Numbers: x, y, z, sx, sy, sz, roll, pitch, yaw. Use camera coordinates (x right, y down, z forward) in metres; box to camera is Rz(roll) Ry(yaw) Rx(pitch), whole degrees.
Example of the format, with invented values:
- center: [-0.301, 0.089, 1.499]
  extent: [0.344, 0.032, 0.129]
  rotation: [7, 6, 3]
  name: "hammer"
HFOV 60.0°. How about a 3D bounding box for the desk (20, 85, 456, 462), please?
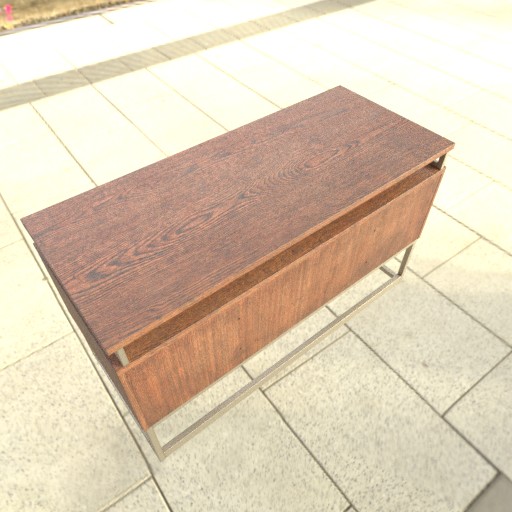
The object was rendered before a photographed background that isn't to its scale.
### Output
- center: [0.000, 0.000, 1.776]
  extent: [1.384, 0.792, 0.610]
  rotation: [-30, 54, -25]
  name: "desk"
